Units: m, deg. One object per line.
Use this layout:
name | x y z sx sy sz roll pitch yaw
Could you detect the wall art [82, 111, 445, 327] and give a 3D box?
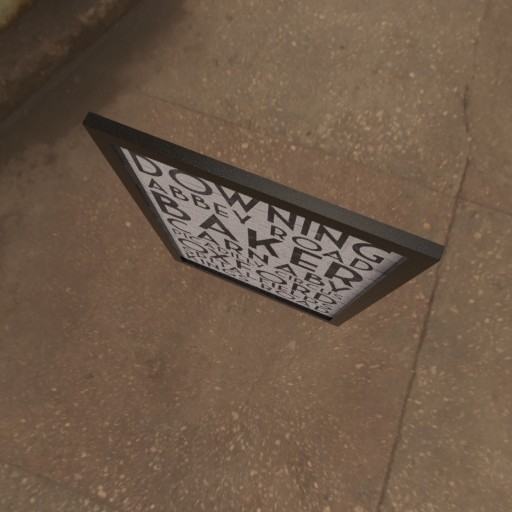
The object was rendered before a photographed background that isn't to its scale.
wall art | 0.000 0.000 0.846 0.462 0.656 0.019 22 76 6
